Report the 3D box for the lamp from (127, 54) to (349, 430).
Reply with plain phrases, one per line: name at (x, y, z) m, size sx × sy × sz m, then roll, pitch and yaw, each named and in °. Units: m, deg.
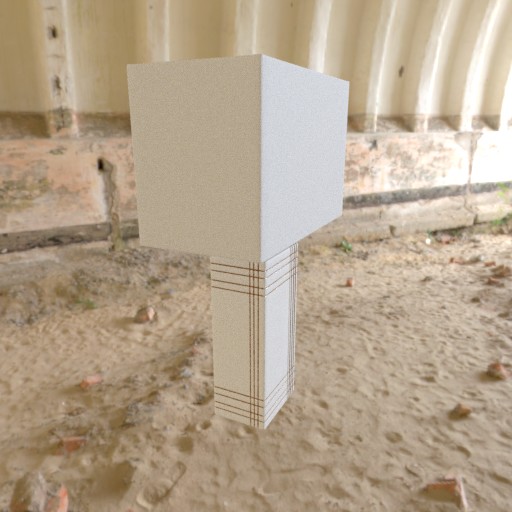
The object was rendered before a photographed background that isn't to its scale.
lamp at (0.000, 0.000, 0.711) m, size 0.182 × 0.543 × 0.334 m, roll 8°, pitch 18°, yaw 26°
